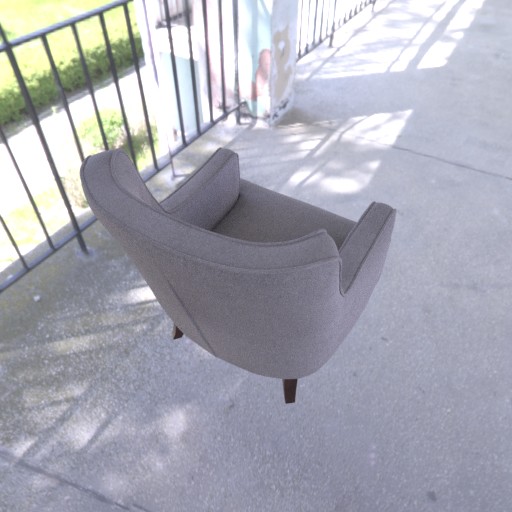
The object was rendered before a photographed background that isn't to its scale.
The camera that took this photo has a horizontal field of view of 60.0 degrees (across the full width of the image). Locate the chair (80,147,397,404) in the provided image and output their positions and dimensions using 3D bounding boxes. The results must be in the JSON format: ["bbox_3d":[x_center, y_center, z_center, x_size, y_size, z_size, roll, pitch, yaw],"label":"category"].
[{"bbox_3d":[0.000,0.000,1.583,0.781,0.919,0.910,24,51,21],"label":"chair"}]
